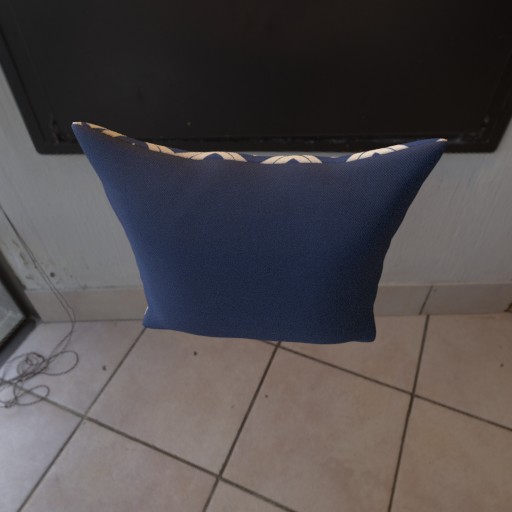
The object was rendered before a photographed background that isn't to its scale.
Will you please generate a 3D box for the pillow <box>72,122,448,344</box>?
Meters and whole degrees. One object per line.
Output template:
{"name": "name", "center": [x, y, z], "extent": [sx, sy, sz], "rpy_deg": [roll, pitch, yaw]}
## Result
{"name": "pillow", "center": [0.000, 0.000, 0.771], "extent": [0.504, 0.494, 0.188], "rpy_deg": [3, 48, 3]}
